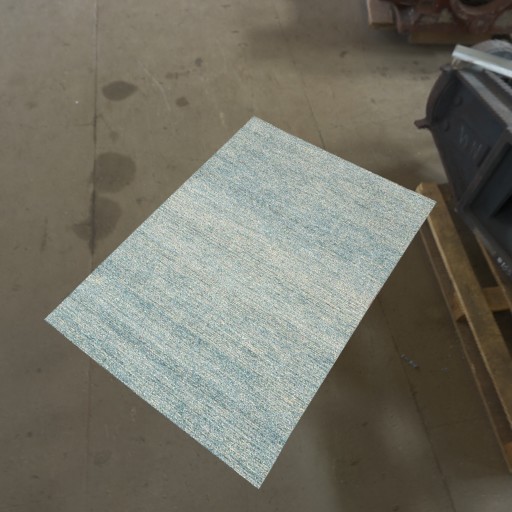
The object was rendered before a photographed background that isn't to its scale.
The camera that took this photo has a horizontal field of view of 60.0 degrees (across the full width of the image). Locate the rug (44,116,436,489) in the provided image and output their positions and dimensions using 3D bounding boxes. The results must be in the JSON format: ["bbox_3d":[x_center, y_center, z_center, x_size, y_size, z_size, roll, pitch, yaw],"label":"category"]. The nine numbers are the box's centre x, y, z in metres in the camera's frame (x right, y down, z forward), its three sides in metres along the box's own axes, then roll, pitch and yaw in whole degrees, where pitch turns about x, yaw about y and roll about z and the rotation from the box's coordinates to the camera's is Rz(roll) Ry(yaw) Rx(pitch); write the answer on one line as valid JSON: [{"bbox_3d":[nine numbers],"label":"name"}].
[{"bbox_3d":[0.000,0.000,2.960,1.611,0.026,2.260,31,63,18],"label":"rug"}]
